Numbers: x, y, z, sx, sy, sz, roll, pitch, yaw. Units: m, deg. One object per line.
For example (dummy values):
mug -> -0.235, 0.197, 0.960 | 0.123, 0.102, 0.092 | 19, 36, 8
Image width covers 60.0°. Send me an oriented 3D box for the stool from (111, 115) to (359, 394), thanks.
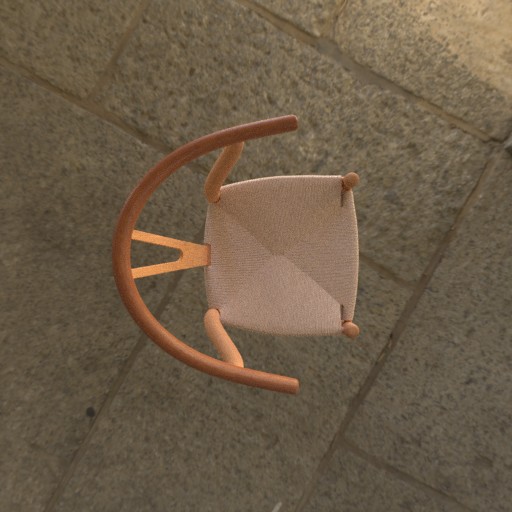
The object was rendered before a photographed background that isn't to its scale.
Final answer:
stool -> 0.000, 0.000, 1.374 | 0.561, 1.068, 0.574 | 0, 90, 0
